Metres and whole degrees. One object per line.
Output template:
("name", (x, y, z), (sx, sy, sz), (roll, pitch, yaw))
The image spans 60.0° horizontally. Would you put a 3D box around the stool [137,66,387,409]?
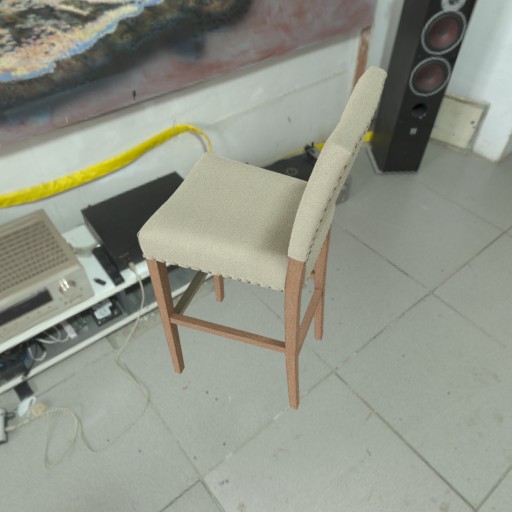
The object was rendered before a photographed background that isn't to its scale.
("stool", (0.000, 0.000, 1.414), (0.546, 1.143, 0.428), (16, 49, 15))
